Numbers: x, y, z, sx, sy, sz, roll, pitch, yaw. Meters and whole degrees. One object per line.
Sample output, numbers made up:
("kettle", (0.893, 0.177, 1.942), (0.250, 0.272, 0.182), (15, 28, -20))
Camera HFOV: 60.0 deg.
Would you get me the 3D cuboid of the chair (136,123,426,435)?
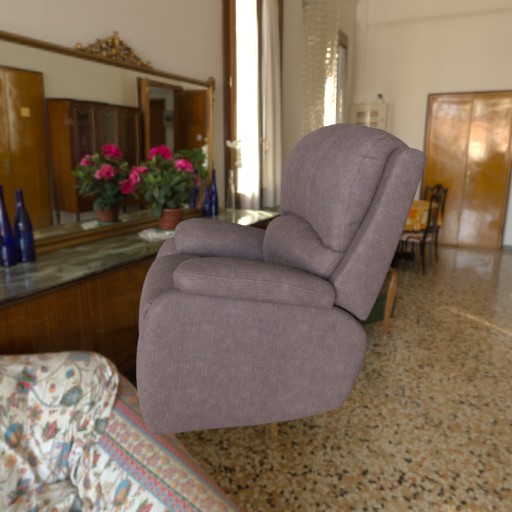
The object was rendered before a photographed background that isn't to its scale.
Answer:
("chair", (0.000, 0.000, 1.752), (0.899, 1.011, 0.930), (-2, 14, -10))
